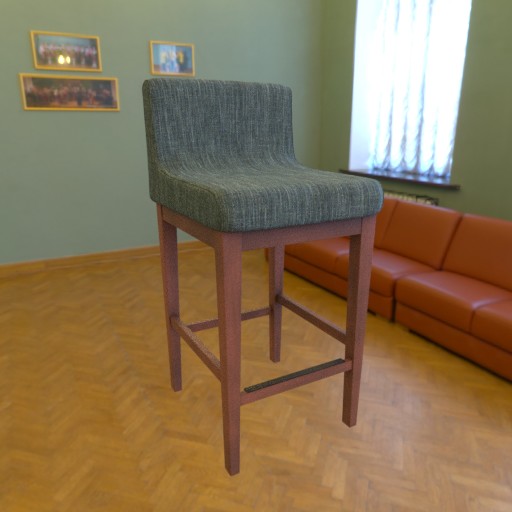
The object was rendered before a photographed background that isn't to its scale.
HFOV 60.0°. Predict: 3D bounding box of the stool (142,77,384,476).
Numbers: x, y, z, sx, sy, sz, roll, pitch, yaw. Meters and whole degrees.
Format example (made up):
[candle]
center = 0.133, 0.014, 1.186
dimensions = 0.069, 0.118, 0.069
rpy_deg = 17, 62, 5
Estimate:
[stool]
center = 0.000, 0.000, 1.088
dimensions = 0.395, 0.835, 0.459
rpy_deg = -9, 19, -28
